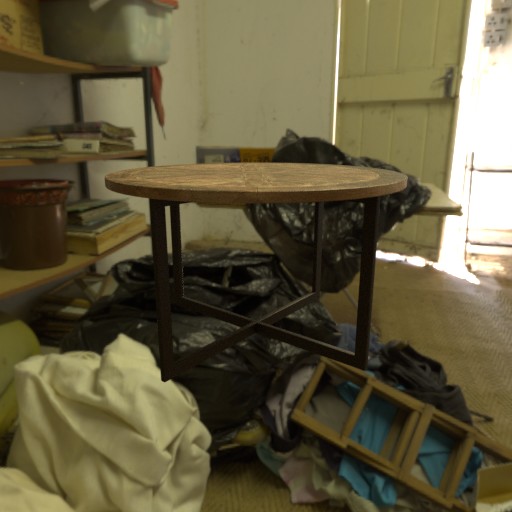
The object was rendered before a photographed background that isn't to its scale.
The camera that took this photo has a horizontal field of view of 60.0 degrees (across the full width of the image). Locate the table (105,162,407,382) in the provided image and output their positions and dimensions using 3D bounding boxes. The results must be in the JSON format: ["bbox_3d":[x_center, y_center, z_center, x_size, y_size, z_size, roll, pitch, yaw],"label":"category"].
[{"bbox_3d":[0.000,0.000,2.050,1.264,0.762,1.264,0,16,0],"label":"table"}]
